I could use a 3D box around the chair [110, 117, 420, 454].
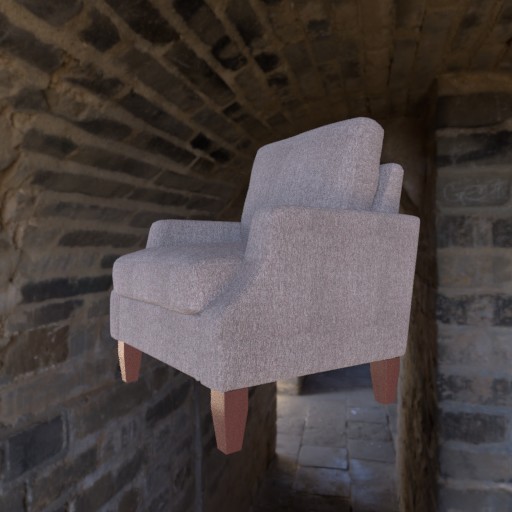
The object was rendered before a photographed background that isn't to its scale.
[{"bbox_3d":[0.000,0.000,1.653,0.897,0.993,0.855,-1,1,-35],"label":"chair"}]
